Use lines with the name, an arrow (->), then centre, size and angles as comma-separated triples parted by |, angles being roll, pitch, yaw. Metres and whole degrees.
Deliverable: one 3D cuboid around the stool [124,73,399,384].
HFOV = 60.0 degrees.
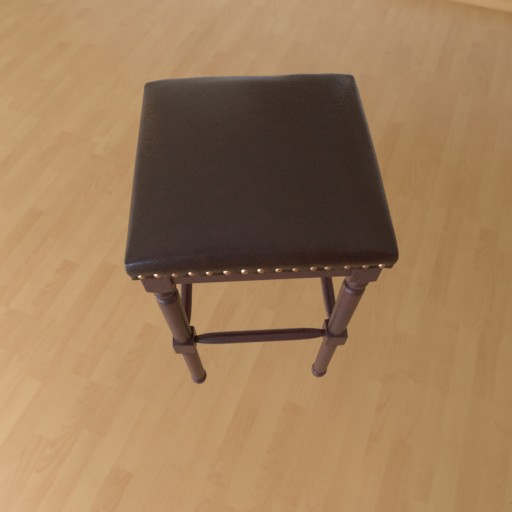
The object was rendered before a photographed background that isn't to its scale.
stool -> 0.000, 0.000, 0.954 | 0.382, 0.702, 0.383 | -3, 59, -2
